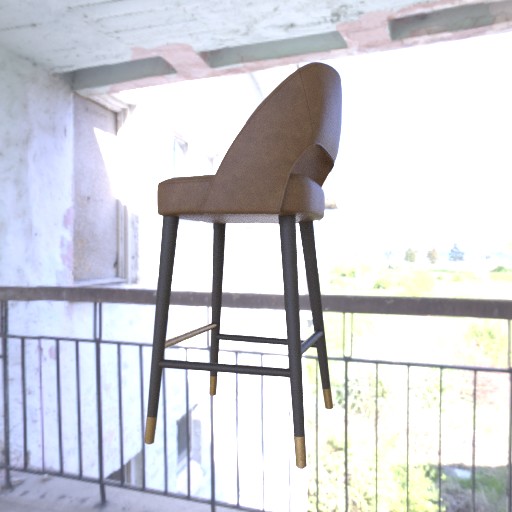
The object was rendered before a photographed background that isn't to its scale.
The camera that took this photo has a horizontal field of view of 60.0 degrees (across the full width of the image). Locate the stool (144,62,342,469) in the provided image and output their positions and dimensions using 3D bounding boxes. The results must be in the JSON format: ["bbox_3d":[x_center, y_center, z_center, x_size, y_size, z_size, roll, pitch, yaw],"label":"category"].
[{"bbox_3d":[0.000,0.000,1.350,0.509,1.037,0.494,0,1,19],"label":"stool"}]
